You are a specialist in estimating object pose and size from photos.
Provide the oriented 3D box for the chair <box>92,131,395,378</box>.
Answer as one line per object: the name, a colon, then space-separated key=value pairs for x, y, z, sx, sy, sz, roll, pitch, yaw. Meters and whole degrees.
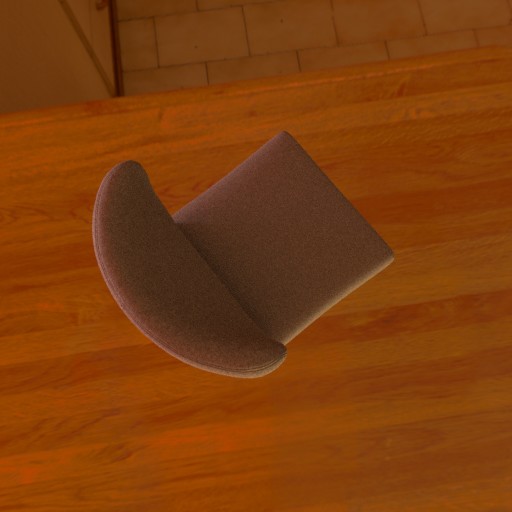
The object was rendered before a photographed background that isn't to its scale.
chair: x=0.000 y=0.000 z=1.193 sx=0.592 sy=0.839 sz=0.491 roll=-38 pitch=80 yaw=-8
